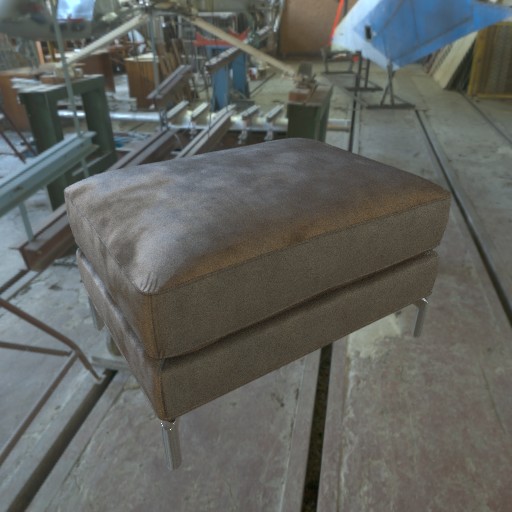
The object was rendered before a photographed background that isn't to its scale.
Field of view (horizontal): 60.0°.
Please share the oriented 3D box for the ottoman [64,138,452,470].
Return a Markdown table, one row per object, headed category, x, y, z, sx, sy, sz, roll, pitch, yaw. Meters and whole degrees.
| category | x | y | z | sx | sy | sz | roll | pitch | yaw |
| --- | --- | --- | --- | --- | --- | --- | --- | --- | --- |
| ottoman | 0.000 | 0.000 | 1.056 | 0.719 | 0.456 | 0.520 | -18 | 34 | -28 |
